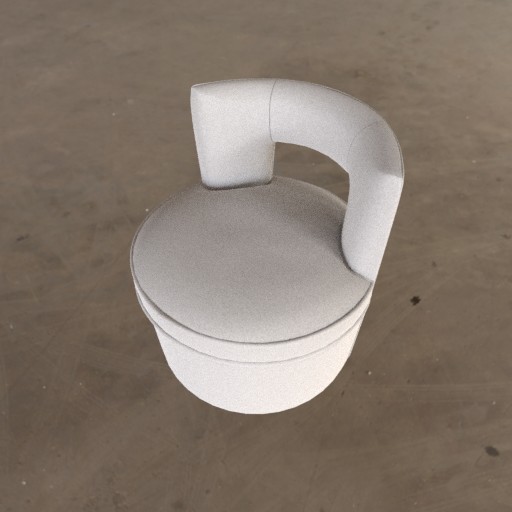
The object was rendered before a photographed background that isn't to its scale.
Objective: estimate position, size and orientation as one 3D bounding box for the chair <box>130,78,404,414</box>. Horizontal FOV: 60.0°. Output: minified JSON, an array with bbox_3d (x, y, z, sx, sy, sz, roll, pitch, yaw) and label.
[{"bbox_3d":[0.000,0.000,1.214,0.650,0.723,0.665,32,54,28],"label":"chair"}]
